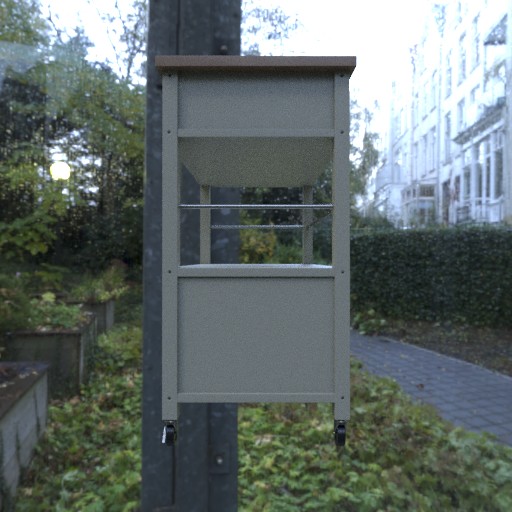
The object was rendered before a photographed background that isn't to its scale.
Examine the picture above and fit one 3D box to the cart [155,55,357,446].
[{"bbox_3d":[0.000,0.000,1.419,0.459,0.901,0.840,0,0,0],"label":"cart"}]
